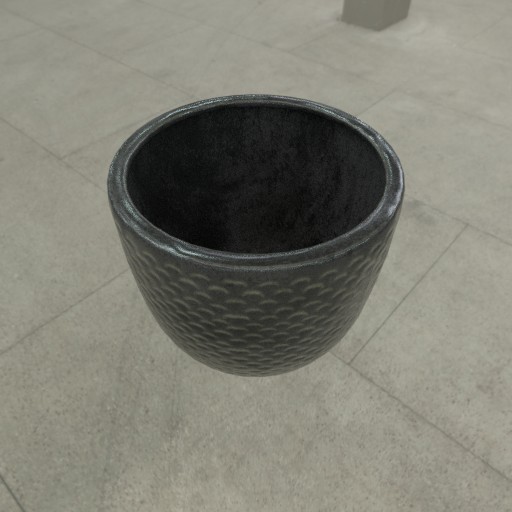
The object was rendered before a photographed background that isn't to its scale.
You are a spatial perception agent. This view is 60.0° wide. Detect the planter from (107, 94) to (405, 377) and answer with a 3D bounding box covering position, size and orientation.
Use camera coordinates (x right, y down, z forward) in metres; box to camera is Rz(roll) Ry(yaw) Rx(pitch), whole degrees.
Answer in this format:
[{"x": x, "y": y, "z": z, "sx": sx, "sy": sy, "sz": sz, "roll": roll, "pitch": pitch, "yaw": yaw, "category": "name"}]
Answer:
[{"x": 0.000, "y": 0.000, "z": 0.315, "sx": 0.172, "sy": 0.160, "sz": 0.172, "roll": 0, "pitch": 46, "yaw": 0, "category": "planter"}]
